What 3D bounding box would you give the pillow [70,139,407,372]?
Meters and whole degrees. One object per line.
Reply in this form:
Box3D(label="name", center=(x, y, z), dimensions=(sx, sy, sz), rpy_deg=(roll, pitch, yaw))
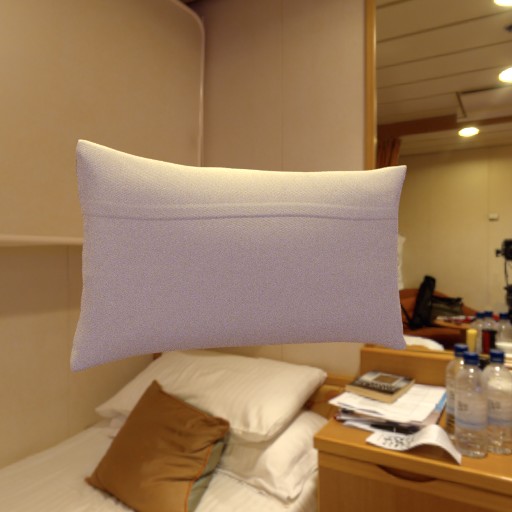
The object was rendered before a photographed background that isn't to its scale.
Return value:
Box3D(label="pillow", center=(0.000, 0.000, 0.649), dimensions=(0.506, 0.305, 0.139), rpy_deg=(0, 0, -17))
